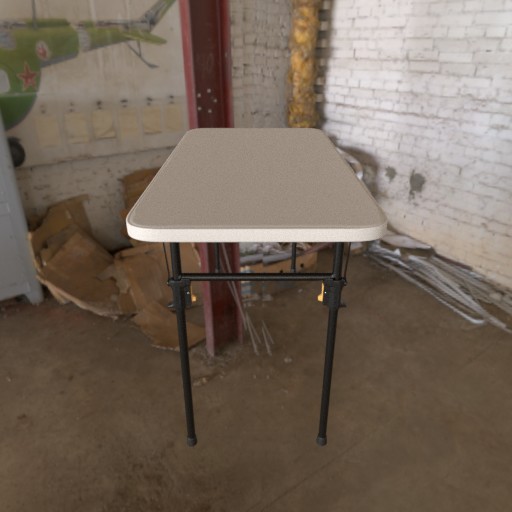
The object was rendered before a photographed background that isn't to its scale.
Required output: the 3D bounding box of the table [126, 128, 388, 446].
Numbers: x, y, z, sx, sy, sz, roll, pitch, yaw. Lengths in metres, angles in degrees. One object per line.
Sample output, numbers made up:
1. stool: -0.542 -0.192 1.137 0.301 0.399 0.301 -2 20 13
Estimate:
1. table: 0.000 0.000 1.669 0.610 0.729 1.219 0 26 0
